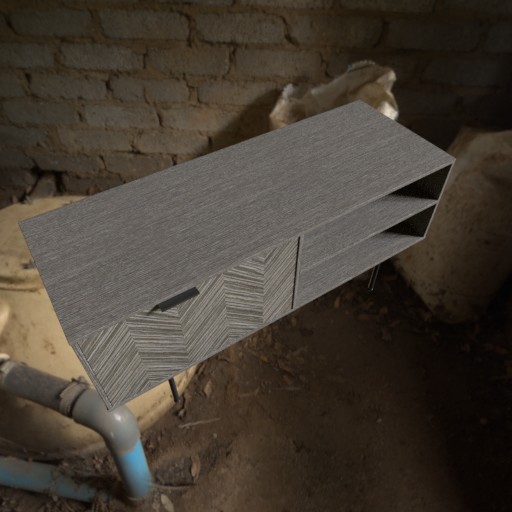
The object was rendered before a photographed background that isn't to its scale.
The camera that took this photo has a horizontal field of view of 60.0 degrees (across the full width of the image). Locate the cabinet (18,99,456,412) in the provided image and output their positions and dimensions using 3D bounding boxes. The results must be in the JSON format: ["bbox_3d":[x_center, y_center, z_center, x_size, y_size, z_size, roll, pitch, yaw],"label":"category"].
[{"bbox_3d":[0.000,0.000,1.586,1.300,0.599,0.500,-26,52,-22],"label":"cabinet"}]
